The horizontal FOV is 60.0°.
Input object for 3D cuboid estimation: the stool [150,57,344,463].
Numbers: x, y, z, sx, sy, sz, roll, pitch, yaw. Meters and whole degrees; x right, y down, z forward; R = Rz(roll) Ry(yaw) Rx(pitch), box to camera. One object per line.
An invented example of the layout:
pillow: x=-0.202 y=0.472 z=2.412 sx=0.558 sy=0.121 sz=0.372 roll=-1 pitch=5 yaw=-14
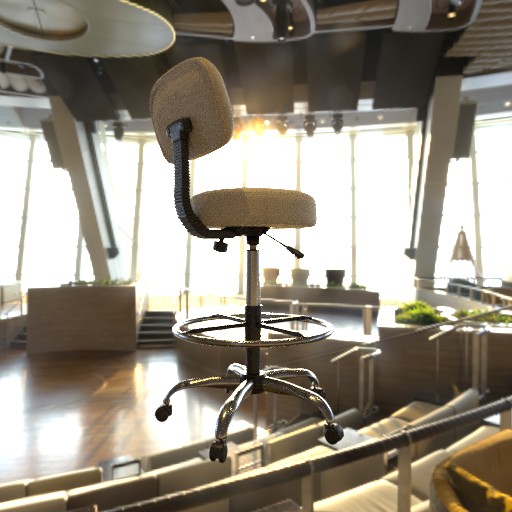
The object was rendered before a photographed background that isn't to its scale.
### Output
stool: x=0.000 y=0.000 z=1.457 sx=0.616 sy=1.080 sz=0.609 roll=-1 pitch=1 yaw=-36
